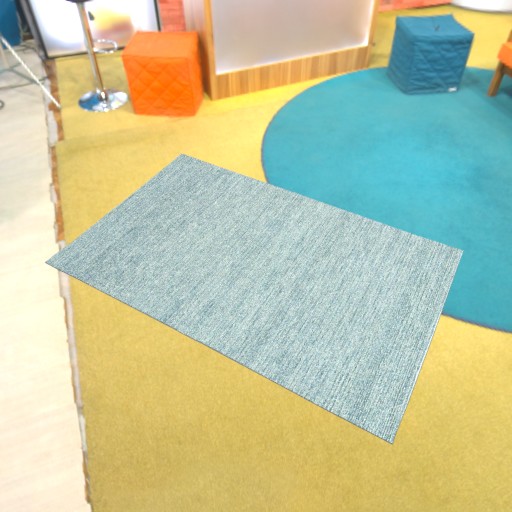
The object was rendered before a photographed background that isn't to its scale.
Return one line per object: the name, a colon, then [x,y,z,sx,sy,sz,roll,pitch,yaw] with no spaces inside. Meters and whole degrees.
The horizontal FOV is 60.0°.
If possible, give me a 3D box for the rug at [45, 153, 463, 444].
rug: [0.000,0.000,2.305,1.853,0.022,1.174,23,50,21]
